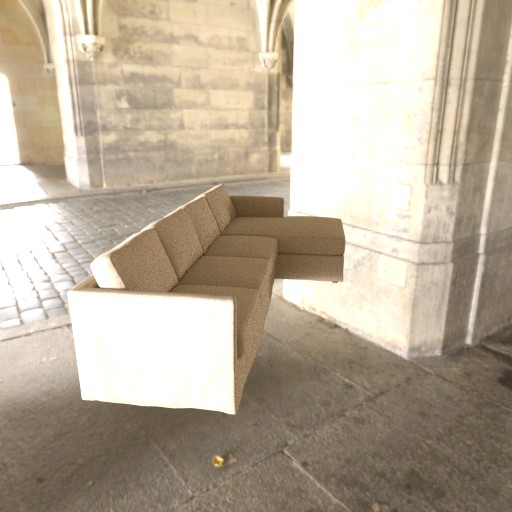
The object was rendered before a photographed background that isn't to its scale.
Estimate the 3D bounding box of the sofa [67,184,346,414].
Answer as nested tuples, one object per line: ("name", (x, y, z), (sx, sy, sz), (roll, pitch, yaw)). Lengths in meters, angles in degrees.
("sofa", (0.000, 0.000, 3.854), (1.622, 0.871, 3.206), (2, 17, 8))
